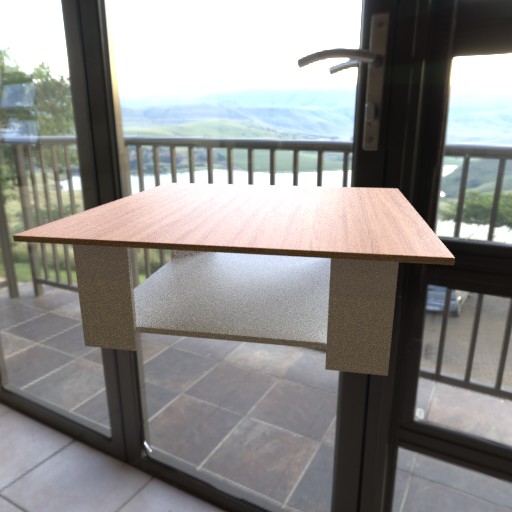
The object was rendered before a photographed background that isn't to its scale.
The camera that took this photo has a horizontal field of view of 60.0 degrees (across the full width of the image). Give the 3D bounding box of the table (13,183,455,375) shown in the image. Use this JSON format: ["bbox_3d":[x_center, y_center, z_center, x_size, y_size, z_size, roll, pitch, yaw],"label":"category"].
[{"bbox_3d":[0.000,0.000,1.330,0.890,0.305,0.890,3,17,10],"label":"table"}]
